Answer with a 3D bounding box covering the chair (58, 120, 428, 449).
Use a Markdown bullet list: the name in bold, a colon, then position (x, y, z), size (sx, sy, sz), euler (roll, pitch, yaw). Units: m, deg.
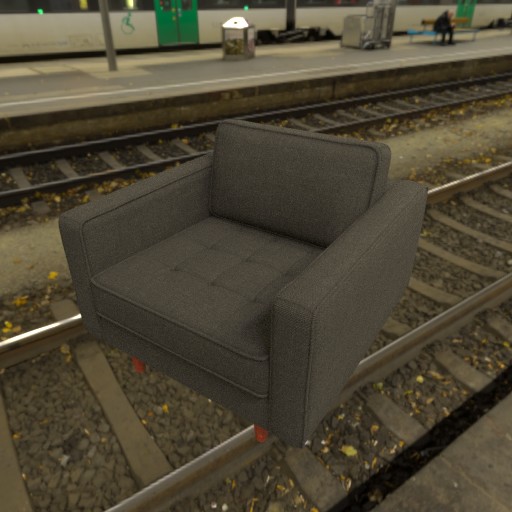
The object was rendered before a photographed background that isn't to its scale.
- **chair**: position (0.000, 0.000, 1.552), size (0.899, 0.770, 0.919), euler (19, 35, 28)
